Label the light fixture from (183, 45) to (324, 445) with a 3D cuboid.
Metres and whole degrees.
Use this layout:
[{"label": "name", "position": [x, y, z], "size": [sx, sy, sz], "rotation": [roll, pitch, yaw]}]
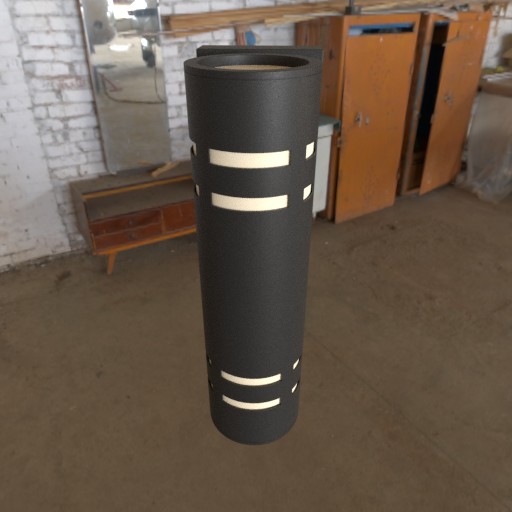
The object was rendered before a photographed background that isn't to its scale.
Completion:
[{"label": "light fixture", "position": [0.000, 0.000, 0.399], "size": [0.105, 0.330, 0.149], "rotation": [2, 31, 3]}]
